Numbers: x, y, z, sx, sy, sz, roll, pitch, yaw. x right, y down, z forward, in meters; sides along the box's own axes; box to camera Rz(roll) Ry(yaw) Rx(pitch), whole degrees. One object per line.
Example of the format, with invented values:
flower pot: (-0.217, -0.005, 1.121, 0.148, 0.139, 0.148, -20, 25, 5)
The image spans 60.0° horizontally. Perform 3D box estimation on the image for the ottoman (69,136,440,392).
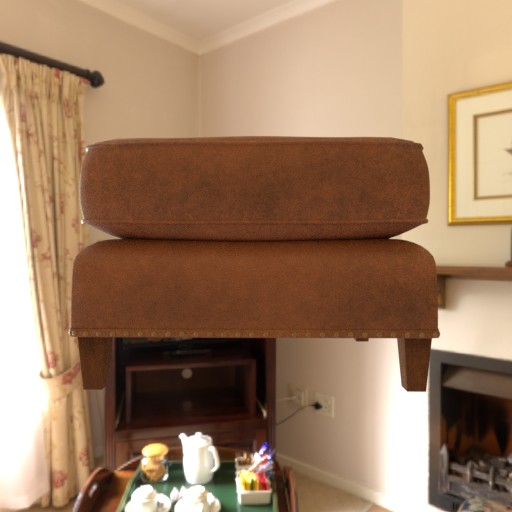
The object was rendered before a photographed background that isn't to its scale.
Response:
ottoman: (0.000, 0.000, 1.143, 0.738, 0.537, 0.589, 0, 1, 1)
